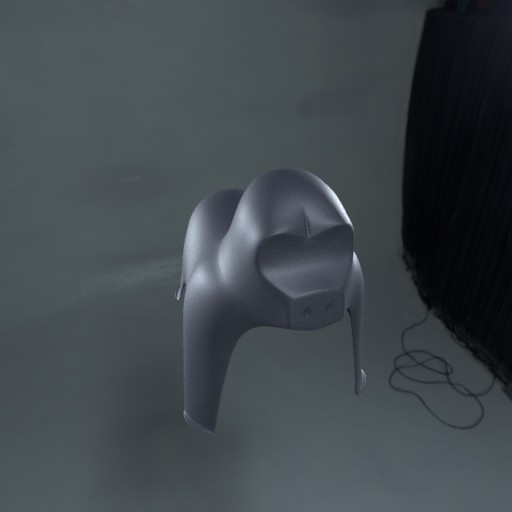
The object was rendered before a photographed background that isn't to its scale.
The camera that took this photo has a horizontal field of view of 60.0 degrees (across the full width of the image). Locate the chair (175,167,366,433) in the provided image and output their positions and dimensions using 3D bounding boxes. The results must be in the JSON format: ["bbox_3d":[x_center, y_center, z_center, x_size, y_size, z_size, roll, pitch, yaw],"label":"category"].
[{"bbox_3d":[0.000,0.000,1.151,0.490,0.600,0.758,-9,32,-15],"label":"chair"}]
